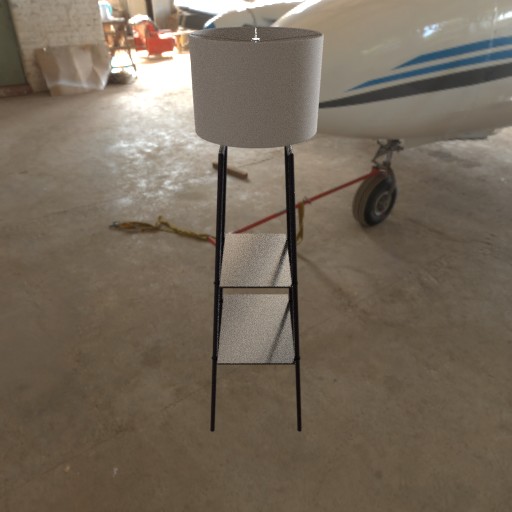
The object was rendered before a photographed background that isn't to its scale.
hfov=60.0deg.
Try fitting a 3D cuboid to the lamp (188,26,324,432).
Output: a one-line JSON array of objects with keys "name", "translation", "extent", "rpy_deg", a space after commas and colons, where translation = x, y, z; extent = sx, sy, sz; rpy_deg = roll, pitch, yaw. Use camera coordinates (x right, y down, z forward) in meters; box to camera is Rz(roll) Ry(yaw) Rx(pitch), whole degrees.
[{"name": "lamp", "translation": [0.000, 0.000, 1.633], "extent": [0.384, 1.474, 0.427], "rpy_deg": [0, 33, 0]}]
